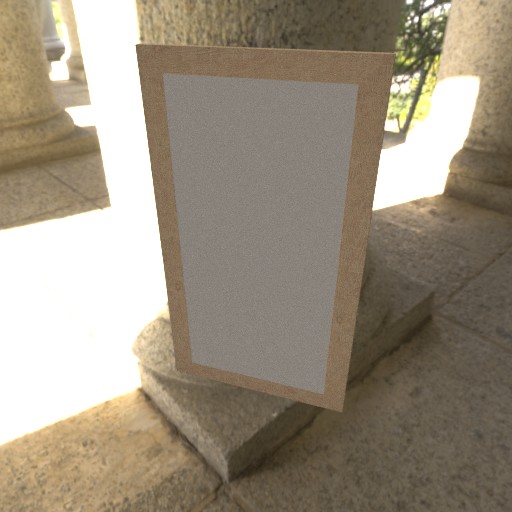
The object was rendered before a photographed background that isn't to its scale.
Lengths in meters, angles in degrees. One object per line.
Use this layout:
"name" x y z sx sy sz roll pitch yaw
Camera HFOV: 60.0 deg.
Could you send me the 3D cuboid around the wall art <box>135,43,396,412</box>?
"wall art" 0.000 0.000 0.801 0.381 0.683 0.013 9 33 15
